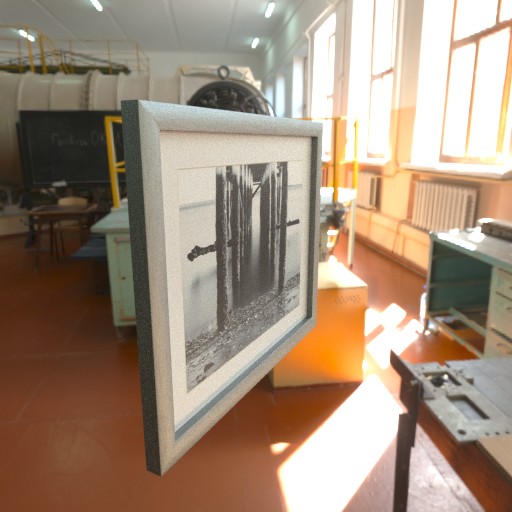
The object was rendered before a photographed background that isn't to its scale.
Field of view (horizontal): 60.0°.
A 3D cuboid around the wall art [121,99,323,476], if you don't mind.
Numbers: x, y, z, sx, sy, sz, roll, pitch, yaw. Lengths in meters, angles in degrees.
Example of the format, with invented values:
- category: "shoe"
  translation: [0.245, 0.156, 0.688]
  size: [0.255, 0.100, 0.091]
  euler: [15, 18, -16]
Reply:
- category: "wall art"
  translation: [0.000, 0.000, 0.753]
  size: [0.028, 0.457, 0.556]
  euler: [7, 16, 27]
